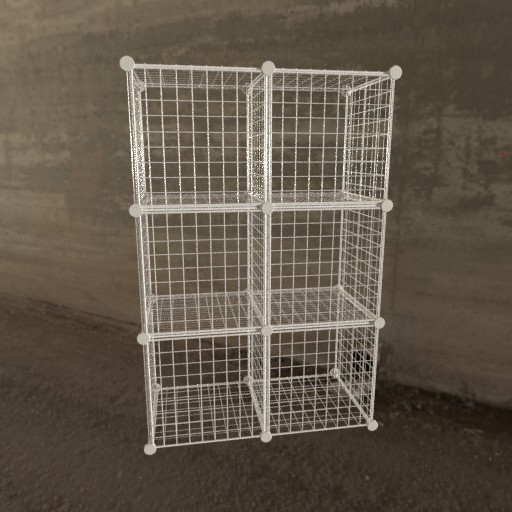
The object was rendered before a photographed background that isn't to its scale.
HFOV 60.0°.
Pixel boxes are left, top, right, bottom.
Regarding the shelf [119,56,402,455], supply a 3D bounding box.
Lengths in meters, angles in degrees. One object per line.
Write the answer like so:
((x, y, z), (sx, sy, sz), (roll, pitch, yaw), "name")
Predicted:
((0.000, 0.000, 1.383), (0.711, 1.067, 0.356), (-2, 13, -9), "shelf")
